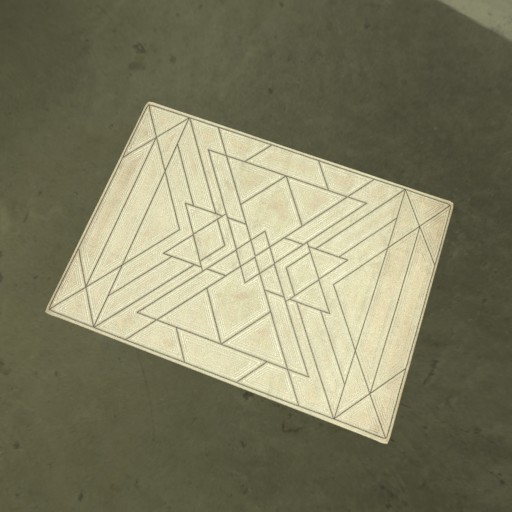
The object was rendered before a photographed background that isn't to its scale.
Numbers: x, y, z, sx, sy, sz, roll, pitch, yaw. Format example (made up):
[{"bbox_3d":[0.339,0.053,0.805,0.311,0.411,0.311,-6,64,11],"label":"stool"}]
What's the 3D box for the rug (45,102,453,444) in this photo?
[{"bbox_3d":[0.000,0.000,4.346,3.381,0.026,2.436,20,76,5],"label":"rug"}]
